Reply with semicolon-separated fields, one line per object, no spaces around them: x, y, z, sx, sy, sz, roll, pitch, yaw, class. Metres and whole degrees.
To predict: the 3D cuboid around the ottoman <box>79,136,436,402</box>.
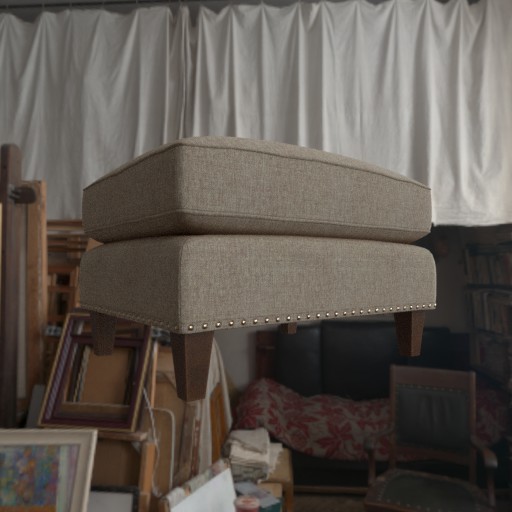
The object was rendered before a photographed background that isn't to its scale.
0.000;0.000;1.156;0.741;0.513;0.584;1;-2;-37;ottoman
